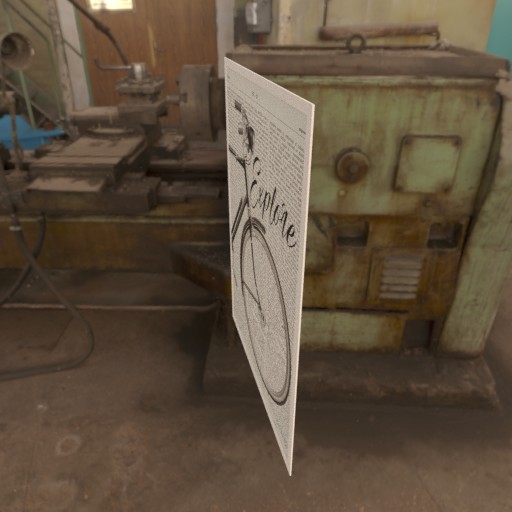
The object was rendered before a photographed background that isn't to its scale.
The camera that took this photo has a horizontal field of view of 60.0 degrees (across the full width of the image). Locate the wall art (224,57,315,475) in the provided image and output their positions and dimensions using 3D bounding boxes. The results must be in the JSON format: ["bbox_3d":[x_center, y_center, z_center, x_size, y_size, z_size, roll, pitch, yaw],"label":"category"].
[{"bbox_3d":[0.000,0.000,0.795,0.003,0.610,0.457,-8,31,-13],"label":"wall art"}]
